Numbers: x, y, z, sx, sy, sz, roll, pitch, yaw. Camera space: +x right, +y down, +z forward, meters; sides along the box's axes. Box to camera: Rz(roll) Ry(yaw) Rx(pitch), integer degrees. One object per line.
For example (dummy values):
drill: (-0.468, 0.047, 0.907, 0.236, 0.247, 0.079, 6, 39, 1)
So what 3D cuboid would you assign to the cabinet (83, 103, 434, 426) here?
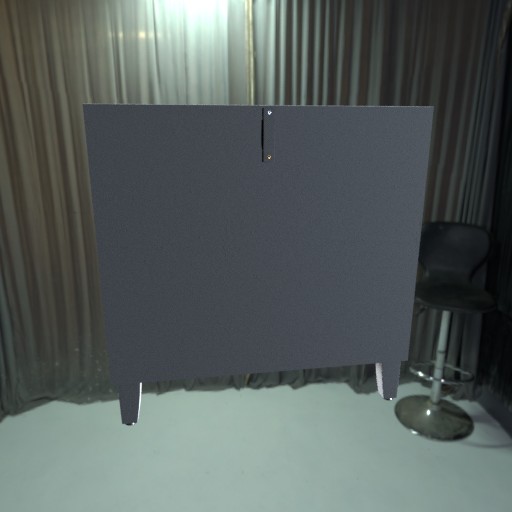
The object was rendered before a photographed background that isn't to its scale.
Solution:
cabinet: (0.000, 0.000, 1.250, 0.781, 0.787, 0.370, -2, 16, -9)
